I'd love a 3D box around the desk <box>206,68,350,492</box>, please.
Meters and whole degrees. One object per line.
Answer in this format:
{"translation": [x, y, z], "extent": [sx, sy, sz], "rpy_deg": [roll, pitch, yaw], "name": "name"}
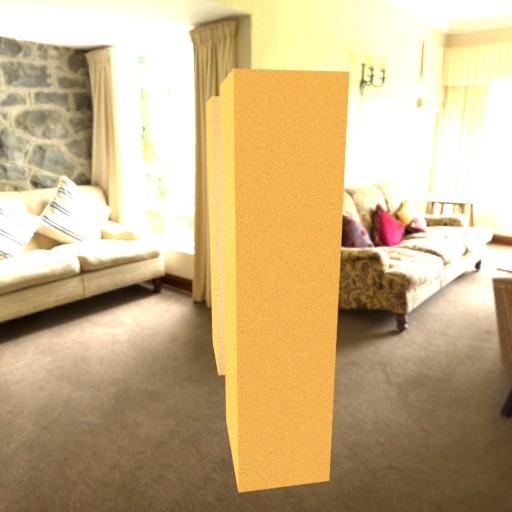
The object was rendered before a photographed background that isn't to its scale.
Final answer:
{"translation": [0.000, 0.000, 2.876], "extent": [0.480, 2.000, 1.770], "rpy_deg": [-2, 15, -9], "name": "desk"}
